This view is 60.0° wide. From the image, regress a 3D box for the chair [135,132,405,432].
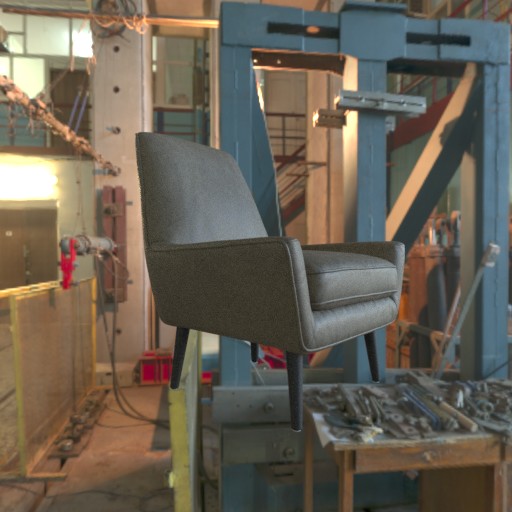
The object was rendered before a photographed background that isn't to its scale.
[{"bbox_3d":[0.000,0.000,1.544,0.824,0.888,0.787,1,1,37],"label":"chair"}]
